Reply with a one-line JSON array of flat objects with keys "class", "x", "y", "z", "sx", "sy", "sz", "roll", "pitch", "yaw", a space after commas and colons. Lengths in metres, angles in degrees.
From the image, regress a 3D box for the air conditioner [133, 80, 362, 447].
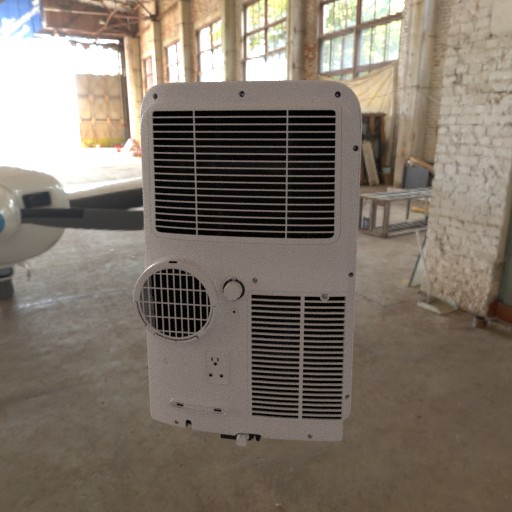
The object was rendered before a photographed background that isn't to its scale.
[{"class": "air conditioner", "x": 0.000, "y": 0.000, "z": 1.077, "sx": 0.478, "sy": 0.765, "sz": 0.467, "roll": 2, "pitch": 16, "yaw": 9}]
